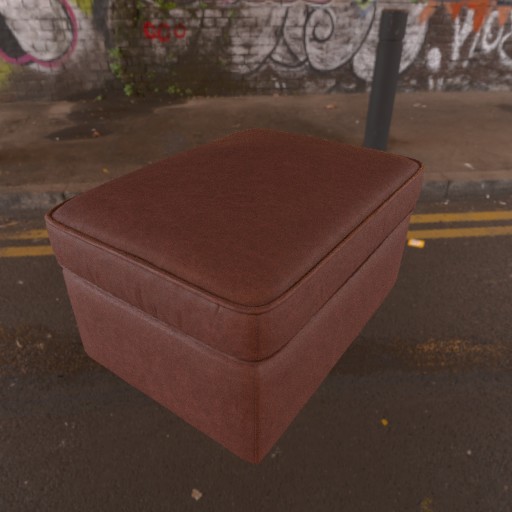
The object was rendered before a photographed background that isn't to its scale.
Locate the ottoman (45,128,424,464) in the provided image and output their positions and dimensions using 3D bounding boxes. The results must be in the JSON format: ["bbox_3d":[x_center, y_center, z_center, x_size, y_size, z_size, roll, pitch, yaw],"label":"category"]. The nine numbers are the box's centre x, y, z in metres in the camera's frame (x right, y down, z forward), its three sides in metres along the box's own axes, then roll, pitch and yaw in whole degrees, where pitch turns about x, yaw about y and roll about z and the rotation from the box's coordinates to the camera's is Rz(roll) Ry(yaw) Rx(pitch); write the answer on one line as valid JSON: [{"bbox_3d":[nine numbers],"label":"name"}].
[{"bbox_3d":[0.000,0.000,1.071,0.548,0.449,0.749,21,38,29],"label":"ottoman"}]
